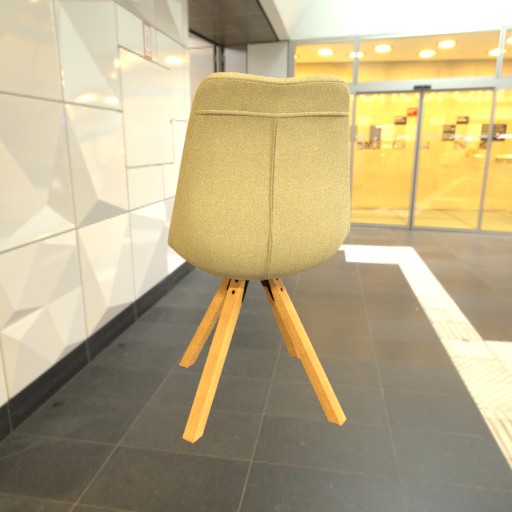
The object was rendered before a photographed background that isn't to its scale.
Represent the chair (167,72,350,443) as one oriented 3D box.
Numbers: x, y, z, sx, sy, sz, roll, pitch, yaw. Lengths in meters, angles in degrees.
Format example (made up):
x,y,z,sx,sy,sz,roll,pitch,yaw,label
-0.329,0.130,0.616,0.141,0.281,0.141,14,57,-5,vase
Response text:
x,y,z,sx,sy,sz,roll,pitch,yaw,label
0.000,0.000,1.218,0.474,0.863,0.549,-2,14,-10,chair
